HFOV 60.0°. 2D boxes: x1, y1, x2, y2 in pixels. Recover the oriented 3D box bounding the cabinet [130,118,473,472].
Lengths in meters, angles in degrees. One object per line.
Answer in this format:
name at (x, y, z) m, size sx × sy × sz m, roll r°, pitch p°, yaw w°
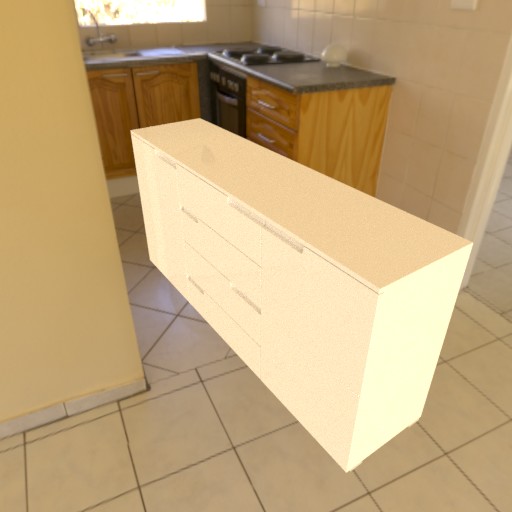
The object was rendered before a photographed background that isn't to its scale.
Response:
cabinet at (0.000, 0.000, 1.986) m, size 0.400 × 0.800 × 1.650 m, roll -20°, pitch 38°, yaw -29°
